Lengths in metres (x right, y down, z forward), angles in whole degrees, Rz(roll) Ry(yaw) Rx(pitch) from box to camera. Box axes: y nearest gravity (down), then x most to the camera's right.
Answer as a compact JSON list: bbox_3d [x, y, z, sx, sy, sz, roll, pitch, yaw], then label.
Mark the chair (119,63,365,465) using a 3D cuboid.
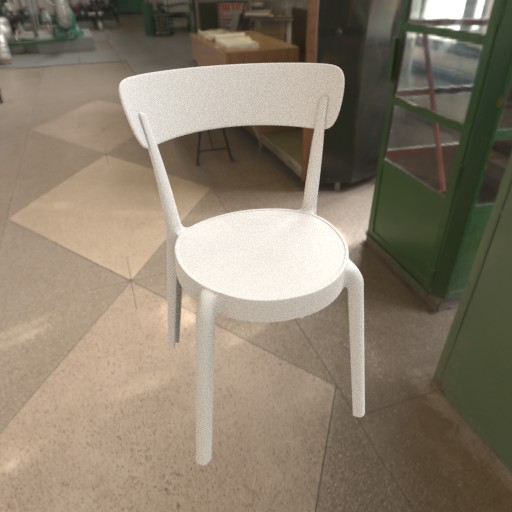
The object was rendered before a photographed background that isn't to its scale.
[{"bbox_3d":[0.000,0.000,1.076,0.506,0.790,0.491,-10,35,-15],"label":"chair"}]
